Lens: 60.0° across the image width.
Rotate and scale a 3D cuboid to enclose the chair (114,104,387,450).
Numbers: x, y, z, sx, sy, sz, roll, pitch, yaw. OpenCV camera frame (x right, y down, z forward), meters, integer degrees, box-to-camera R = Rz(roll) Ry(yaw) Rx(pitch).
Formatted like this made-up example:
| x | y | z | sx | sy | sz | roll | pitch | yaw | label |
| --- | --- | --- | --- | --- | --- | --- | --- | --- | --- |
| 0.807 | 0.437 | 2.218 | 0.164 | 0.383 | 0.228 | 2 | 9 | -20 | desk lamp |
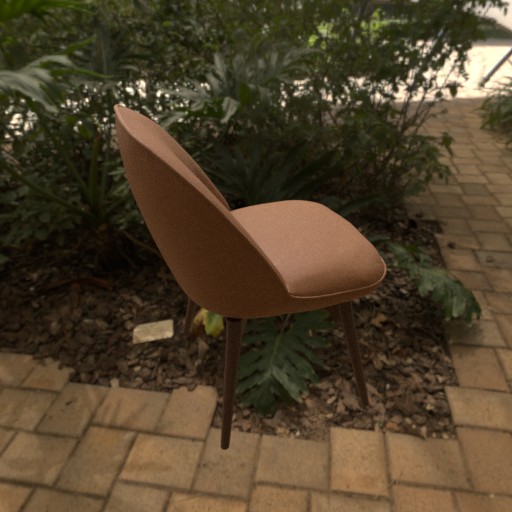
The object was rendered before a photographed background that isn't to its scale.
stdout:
| x | y | z | sx | sy | sz | roll | pitch | yaw | label |
| --- | --- | --- | --- | --- | --- | --- | --- | --- | --- |
| 0.000 | 0.000 | 1.225 | 0.631 | 0.831 | 0.521 | -10 | 32 | -17 | chair |
